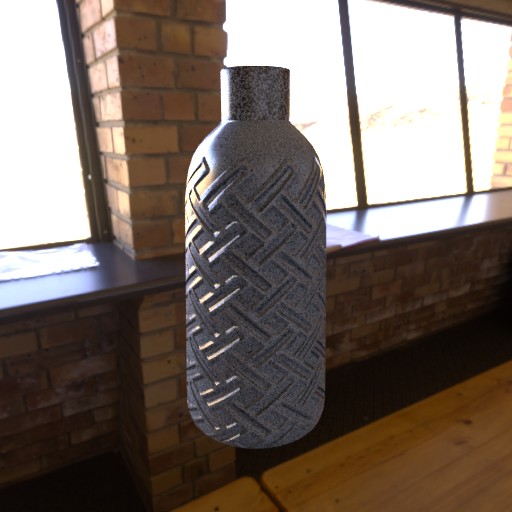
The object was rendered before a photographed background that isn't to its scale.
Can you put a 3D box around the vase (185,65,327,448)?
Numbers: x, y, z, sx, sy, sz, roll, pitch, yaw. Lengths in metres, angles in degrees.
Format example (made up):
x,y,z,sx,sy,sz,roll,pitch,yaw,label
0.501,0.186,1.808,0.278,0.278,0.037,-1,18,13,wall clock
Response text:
x,y,z,sx,sy,sz,roll,pitch,yaw,label
0.000,0.000,0.362,0.122,0.282,0.122,0,16,0,vase
